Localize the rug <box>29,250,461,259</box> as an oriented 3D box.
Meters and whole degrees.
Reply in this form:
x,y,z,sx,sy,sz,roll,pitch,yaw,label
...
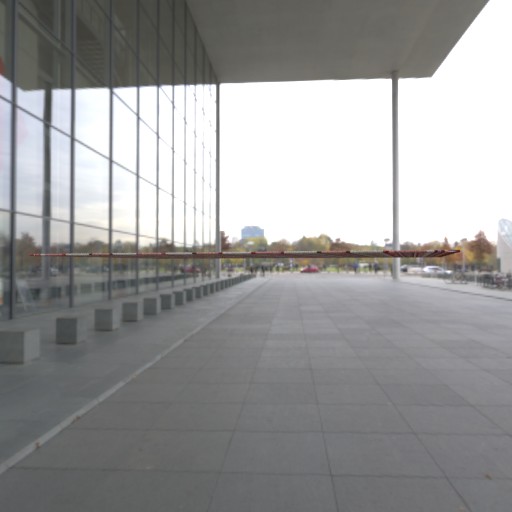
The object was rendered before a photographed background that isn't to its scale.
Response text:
x,y,z,sx,sy,sz,roll,pitch,yaw,label
0.000,0.000,3.048,2.431,0.010,1.535,0,-1,20,rug
